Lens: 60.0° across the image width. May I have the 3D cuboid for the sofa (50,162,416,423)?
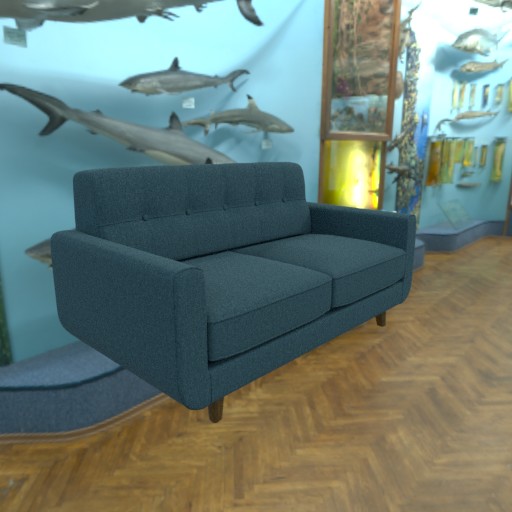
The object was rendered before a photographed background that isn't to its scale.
[{"bbox_3d":[0.000,0.000,2.226,0.942,0.896,1.651,13,19,42],"label":"sofa"}]
